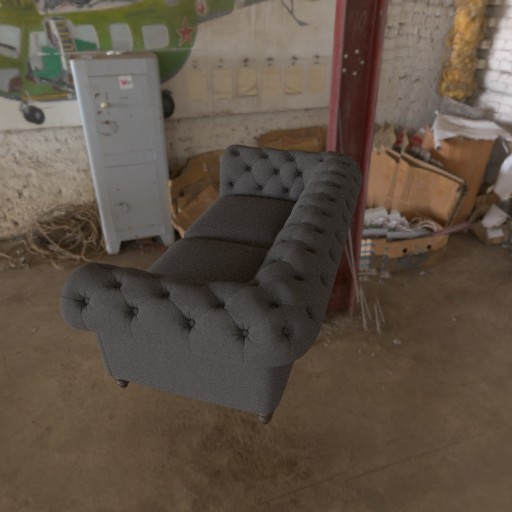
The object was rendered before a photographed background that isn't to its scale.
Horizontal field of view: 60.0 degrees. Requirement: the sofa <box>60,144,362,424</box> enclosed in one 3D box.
[{"bbox_3d":[0.000,0.000,2.504,0.986,0.764,1.998,9,32,15],"label":"sofa"}]
